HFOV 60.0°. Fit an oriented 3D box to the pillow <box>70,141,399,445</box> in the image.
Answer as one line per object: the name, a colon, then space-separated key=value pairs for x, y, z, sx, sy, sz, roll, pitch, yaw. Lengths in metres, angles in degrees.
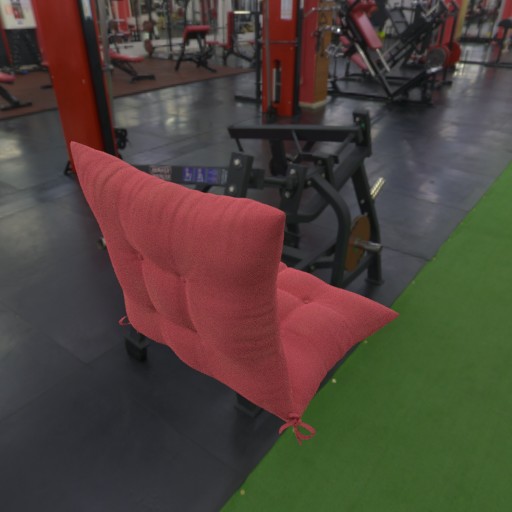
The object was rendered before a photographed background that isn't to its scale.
pillow: x=0.000 y=0.000 z=0.999 sx=0.541 sy=0.536 sz=0.585 roll=23 pitch=37 yaw=34
